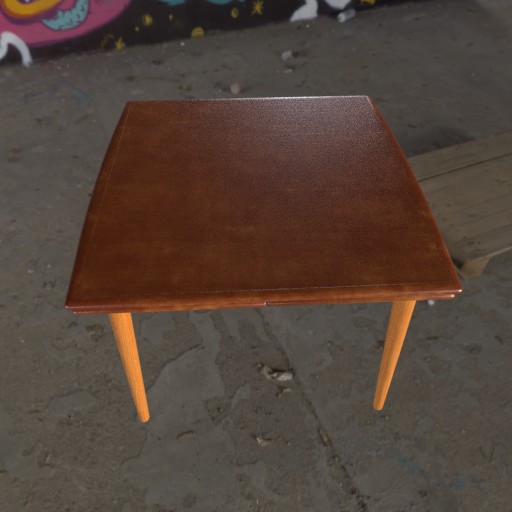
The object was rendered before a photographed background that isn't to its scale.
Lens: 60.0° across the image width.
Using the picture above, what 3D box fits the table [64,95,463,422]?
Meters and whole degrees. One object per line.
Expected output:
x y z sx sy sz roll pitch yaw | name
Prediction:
0.000 0.000 1.653 0.991 0.754 0.991 -2 46 -2 | table
